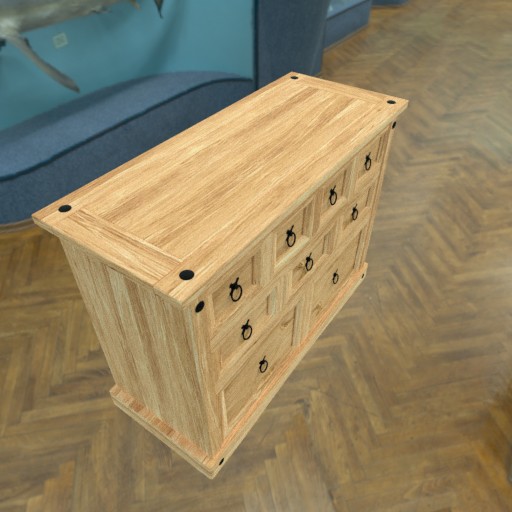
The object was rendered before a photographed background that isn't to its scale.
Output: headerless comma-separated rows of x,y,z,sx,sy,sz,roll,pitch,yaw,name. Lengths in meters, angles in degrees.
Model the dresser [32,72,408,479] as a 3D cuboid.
0.000,0.000,1.350,0.410,0.740,0.990,25,48,26,dresser
